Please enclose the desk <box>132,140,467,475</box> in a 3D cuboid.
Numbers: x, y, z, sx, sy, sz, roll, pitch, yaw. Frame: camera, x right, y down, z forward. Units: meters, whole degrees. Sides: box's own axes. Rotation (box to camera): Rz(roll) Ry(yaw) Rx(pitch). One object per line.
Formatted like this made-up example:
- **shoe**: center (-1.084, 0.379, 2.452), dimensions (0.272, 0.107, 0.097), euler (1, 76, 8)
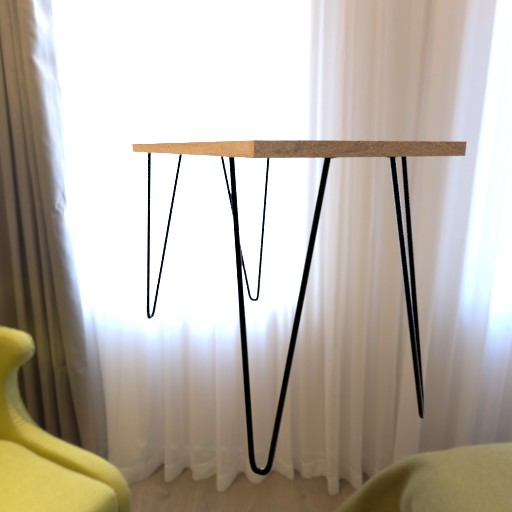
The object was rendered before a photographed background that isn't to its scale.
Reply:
- **desk**: center (0.000, 0.000, 1.335), dimensions (0.499, 0.660, 0.991), euler (-7, 15, -25)
